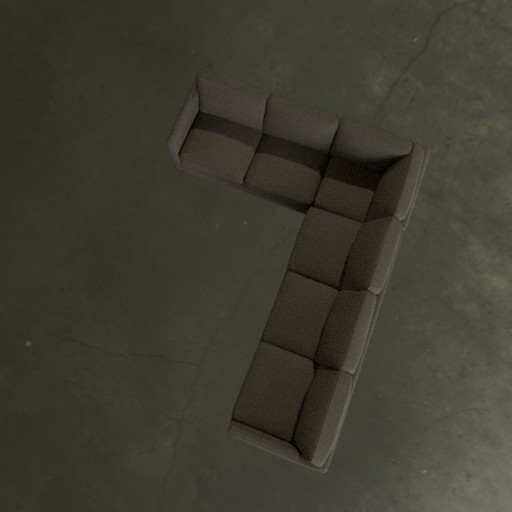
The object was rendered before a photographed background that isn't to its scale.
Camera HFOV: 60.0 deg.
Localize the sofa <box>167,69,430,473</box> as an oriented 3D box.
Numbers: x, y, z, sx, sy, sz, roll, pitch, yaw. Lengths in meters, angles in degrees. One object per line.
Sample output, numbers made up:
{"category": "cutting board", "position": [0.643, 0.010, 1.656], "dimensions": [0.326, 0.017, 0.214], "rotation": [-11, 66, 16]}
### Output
{"category": "sofa", "position": [0.000, 0.000, 4.463], "dimensions": [2.593, 0.947, 3.302], "rotation": [21, 77, 5]}
